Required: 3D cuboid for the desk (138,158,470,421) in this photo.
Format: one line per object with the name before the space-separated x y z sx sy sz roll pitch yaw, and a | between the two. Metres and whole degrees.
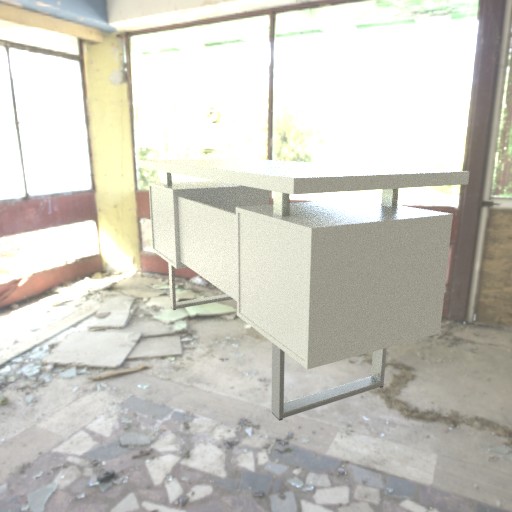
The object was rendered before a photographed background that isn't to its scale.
desk | 0.000 0.000 1.901 0.603 0.773 1.530 -7 16 -27
